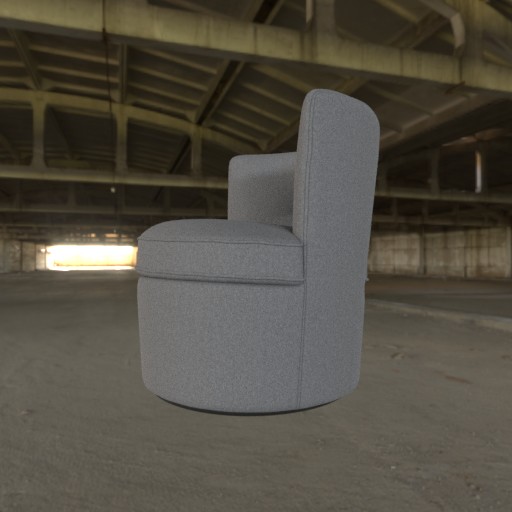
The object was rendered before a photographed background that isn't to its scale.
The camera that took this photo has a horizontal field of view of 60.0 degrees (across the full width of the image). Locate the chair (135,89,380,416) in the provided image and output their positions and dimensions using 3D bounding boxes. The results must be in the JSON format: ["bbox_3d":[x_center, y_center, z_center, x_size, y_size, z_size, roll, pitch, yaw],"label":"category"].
[{"bbox_3d":[0.000,0.000,1.249,0.660,0.719,0.689,0,0,-18],"label":"chair"}]
